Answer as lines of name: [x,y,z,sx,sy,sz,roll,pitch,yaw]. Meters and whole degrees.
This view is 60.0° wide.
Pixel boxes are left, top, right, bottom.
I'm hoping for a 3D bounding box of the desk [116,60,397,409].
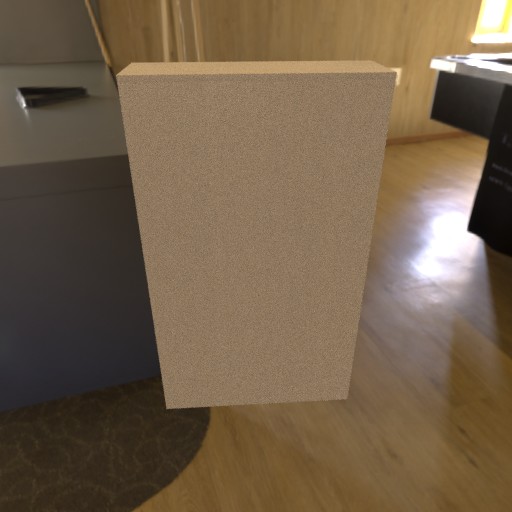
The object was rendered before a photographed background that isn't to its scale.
desk: [0.000,0.000,1.615,0.750,1.280,0.250,-2,31,-3]
